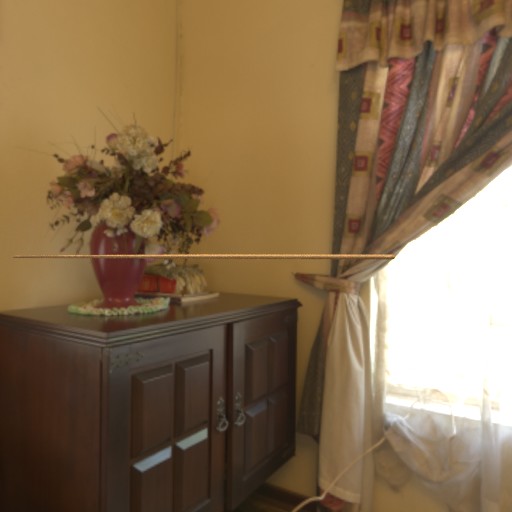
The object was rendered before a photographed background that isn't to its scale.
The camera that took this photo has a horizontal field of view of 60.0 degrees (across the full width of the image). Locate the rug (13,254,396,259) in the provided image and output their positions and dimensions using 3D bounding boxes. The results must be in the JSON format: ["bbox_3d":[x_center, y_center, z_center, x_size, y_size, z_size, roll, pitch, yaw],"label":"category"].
[{"bbox_3d":[0.000,0.000,3.809,2.288,0.018,2.895,0,0,17],"label":"rug"}]
